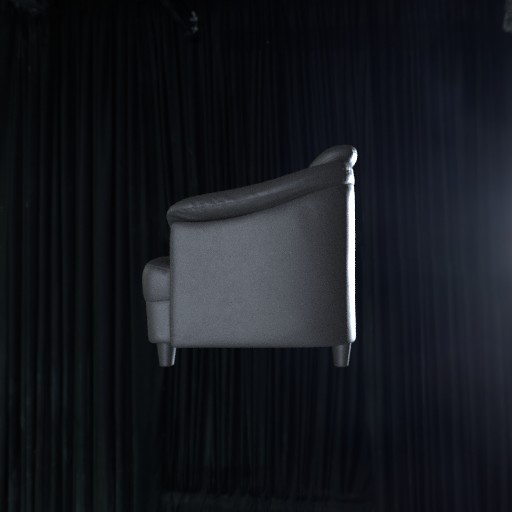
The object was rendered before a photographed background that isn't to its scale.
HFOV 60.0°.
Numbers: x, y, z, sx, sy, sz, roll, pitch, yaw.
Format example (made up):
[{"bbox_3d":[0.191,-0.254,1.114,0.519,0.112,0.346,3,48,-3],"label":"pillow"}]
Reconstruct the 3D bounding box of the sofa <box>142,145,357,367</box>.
[{"bbox_3d":[0.000,0.000,2.345,0.800,0.811,1.829,0,-1,1],"label":"sofa"}]
